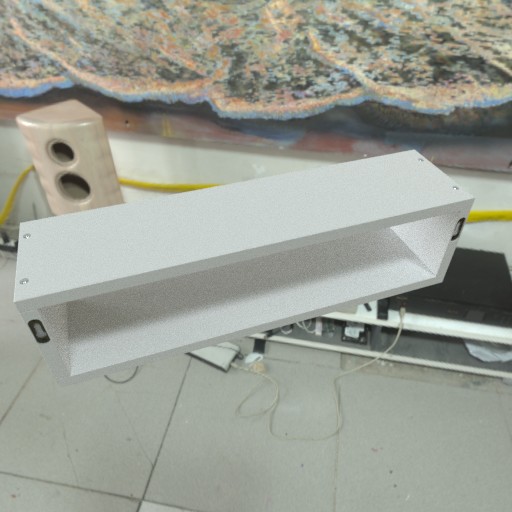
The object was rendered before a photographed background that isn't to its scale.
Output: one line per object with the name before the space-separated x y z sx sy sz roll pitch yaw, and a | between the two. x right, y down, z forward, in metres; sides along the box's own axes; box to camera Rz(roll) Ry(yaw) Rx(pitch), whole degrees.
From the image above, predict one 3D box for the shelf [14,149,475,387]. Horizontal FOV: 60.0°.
shelf | 0.000 0.000 0.666 0.610 0.170 0.150 -13 43 -14
